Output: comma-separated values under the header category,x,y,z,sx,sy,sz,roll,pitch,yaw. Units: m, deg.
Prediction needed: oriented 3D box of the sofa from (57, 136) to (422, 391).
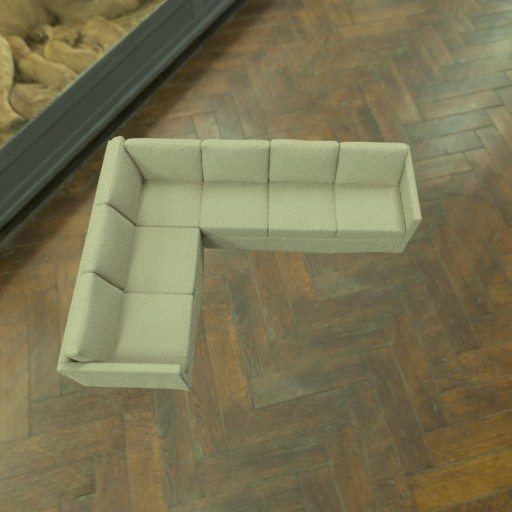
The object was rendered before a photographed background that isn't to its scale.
category,x,y,z,sx,sy,sz,roll,pitch,yaw
sofa,0.000,0.000,4.323,3.182,0.871,2.432,1,63,1
